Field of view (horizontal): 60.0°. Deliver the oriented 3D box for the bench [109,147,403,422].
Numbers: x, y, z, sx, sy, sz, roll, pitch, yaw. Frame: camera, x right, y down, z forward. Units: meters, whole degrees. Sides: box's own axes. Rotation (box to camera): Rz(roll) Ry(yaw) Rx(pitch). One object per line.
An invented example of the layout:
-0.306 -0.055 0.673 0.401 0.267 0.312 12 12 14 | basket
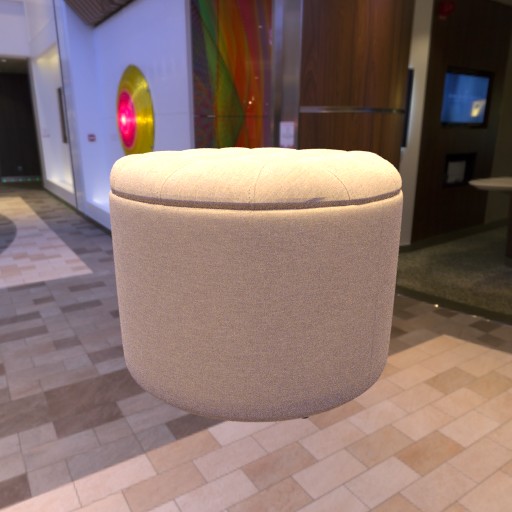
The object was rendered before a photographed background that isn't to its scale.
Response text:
0.000 0.000 0.987 0.600 0.454 0.600 0 16 0 | bench
